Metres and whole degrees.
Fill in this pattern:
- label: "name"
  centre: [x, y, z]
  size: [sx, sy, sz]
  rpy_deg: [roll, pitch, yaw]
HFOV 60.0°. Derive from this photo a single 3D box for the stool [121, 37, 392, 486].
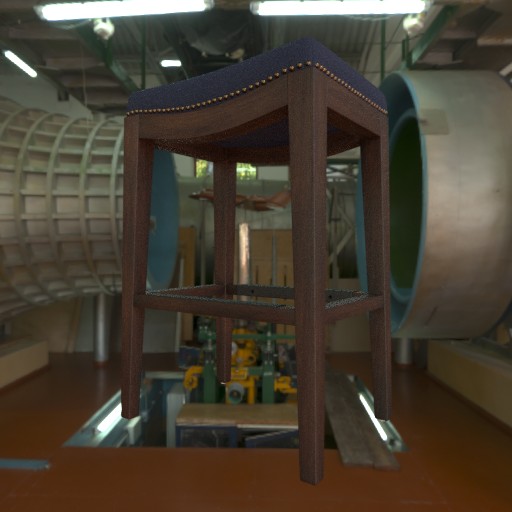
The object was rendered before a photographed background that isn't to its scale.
- label: "stool"
  centre: [0.000, 0.000, 0.995]
  size: [0.498, 0.740, 0.358]
  rpy_deg: [1, 1, 36]
